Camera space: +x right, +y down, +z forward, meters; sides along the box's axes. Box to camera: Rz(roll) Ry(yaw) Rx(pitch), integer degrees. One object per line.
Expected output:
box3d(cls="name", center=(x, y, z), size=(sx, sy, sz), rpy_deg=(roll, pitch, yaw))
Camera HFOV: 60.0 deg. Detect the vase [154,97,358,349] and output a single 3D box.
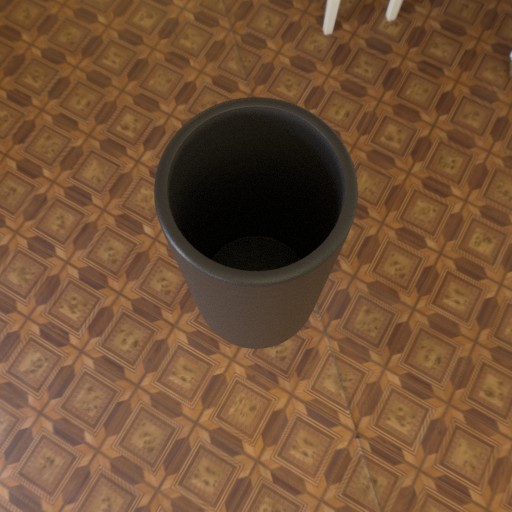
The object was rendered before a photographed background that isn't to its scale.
box3d(cls="vase", center=(0.000, 0.000, 0.366), size=(0.136, 0.289, 0.136), rpy_deg=(-2, 75, -1))
